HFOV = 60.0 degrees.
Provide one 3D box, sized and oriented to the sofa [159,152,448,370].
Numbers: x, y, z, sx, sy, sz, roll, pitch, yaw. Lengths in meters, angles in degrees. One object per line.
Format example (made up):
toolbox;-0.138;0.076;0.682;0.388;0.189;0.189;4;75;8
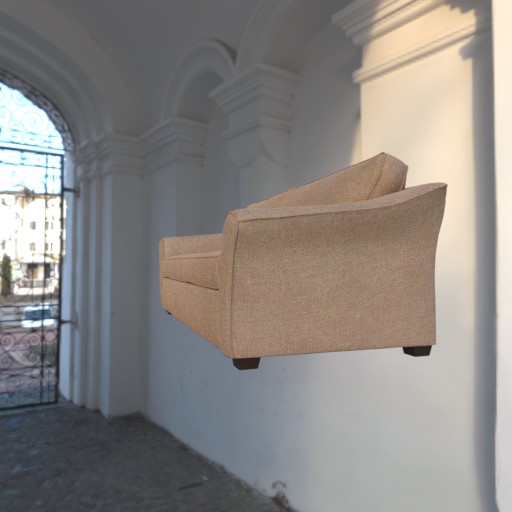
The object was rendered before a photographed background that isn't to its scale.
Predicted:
sofa;0.000;0.000;2.773;0.986;0.906;2.270;0;-1;-19
